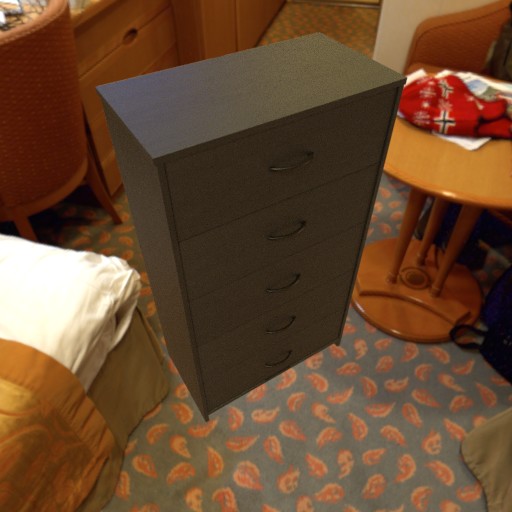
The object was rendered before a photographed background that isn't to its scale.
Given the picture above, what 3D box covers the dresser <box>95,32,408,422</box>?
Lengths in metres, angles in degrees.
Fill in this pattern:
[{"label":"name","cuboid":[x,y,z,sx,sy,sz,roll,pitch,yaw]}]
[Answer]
[{"label":"dresser","cuboid":[0.000,0.000,1.571,0.704,1.255,0.399,-24,51,-21]}]
